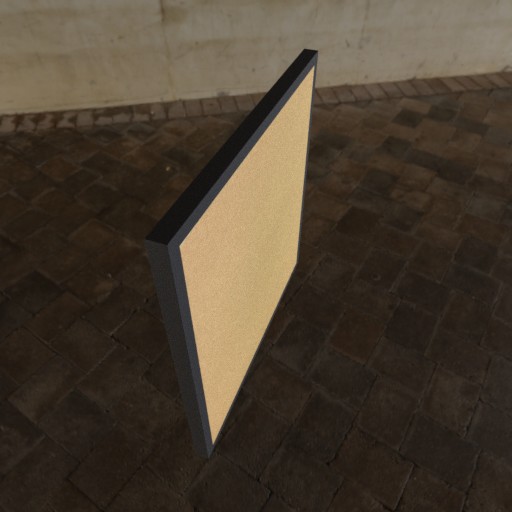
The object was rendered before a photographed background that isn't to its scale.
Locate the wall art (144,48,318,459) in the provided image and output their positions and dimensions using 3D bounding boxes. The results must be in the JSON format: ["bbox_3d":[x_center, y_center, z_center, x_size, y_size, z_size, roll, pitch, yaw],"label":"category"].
[{"bbox_3d":[0.000,0.000,1.132,0.037,0.760,0.762,15,47,15],"label":"wall art"}]
